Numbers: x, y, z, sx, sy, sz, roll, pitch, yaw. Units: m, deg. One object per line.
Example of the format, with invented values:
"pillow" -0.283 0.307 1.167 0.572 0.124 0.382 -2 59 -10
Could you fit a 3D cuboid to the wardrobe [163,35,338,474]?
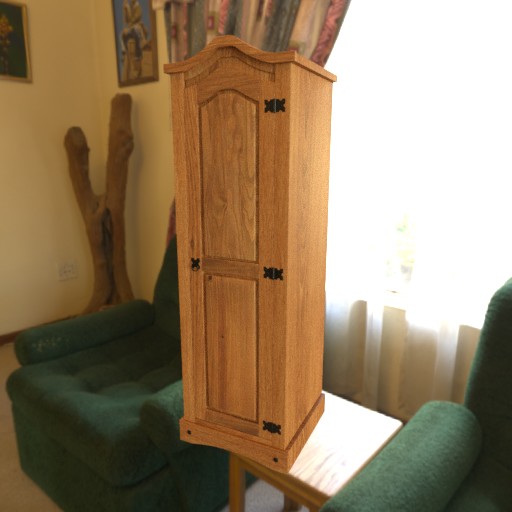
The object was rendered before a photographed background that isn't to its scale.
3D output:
"wardrobe" 0.000 0.000 2.177 0.590 1.870 0.570 6 14 25
